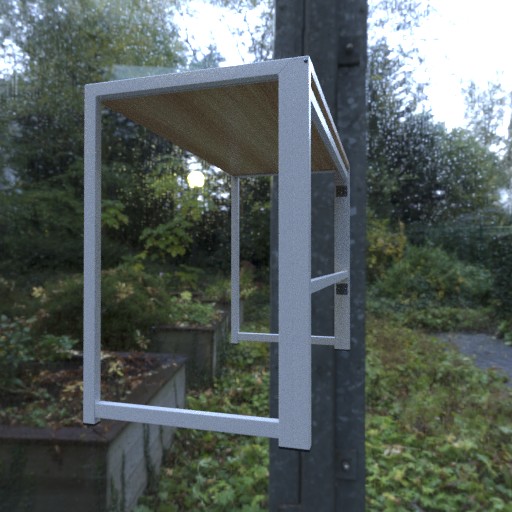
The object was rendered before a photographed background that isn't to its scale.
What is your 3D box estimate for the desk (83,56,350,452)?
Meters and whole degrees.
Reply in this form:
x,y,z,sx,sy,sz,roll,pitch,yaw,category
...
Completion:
x,y,z,sx,sy,sz,roll,pitch,yaw,category
0.000,0.000,1.406,0.508,0.762,1.016,0,-1,16,desk
